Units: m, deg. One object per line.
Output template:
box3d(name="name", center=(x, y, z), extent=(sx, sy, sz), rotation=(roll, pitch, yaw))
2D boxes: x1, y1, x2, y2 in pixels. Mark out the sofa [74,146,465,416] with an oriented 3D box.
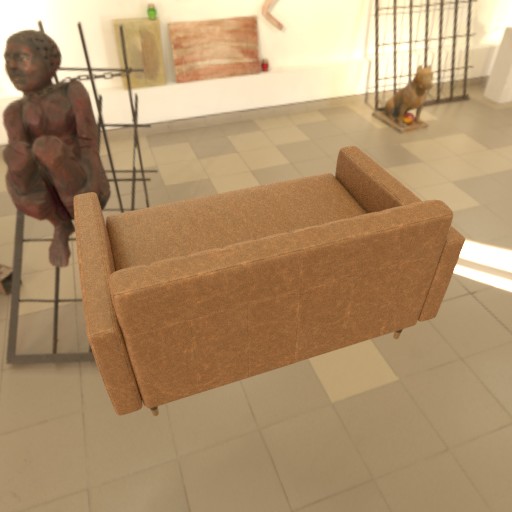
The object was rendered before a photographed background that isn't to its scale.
box3d(name="sofa", center=(0.000, 0.000, 2.131), extent=(1.549, 0.820, 0.960), rotation=(-13, 42, -15))
